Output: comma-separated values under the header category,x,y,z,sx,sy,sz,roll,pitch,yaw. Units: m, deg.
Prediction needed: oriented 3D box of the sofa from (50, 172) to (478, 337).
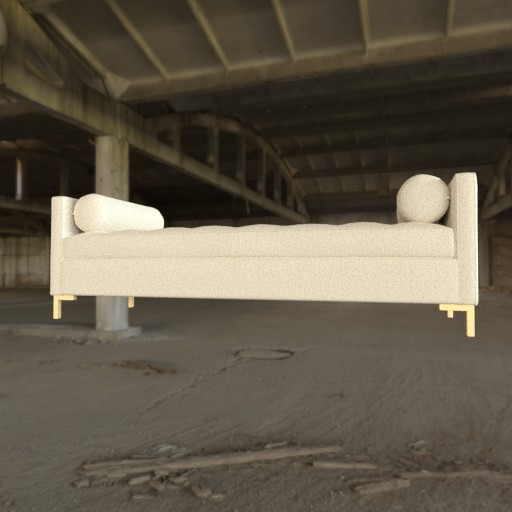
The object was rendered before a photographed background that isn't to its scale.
category,x,y,z,sx,sy,sz,roll,pitch,yaw
sofa,0.000,0.000,2.302,1.985,0.641,0.746,0,-1,18
